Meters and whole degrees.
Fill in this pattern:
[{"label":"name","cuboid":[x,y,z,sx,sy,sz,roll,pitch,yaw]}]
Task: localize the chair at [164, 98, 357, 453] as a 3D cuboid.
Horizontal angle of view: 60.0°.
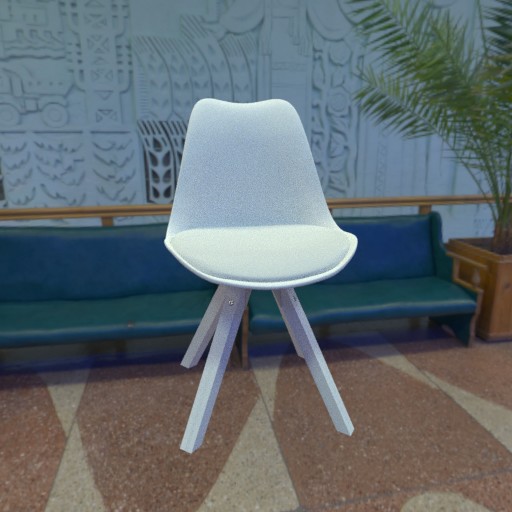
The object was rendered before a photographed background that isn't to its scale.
[{"label":"chair","cuboid":[0.000,0.000,1.226,0.485,0.850,0.550,-3,16,-9]}]
